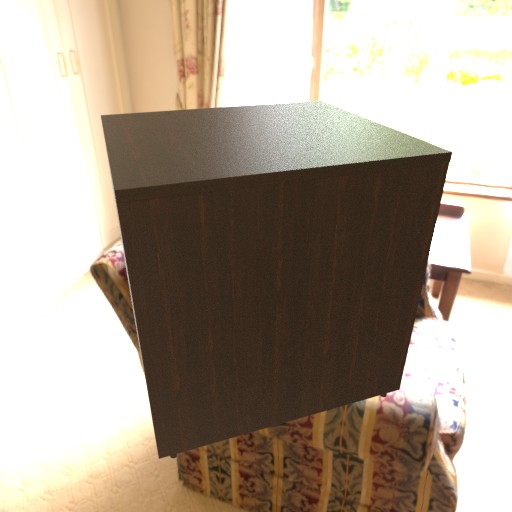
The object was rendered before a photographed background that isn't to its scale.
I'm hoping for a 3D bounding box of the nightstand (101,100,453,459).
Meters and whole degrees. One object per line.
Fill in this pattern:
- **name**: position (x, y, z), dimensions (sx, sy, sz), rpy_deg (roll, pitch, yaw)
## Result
- **nightstand**: position (0.000, 0.000, 0.821), dimensions (0.461, 0.460, 0.400), rpy_deg (-10, 31, -16)
